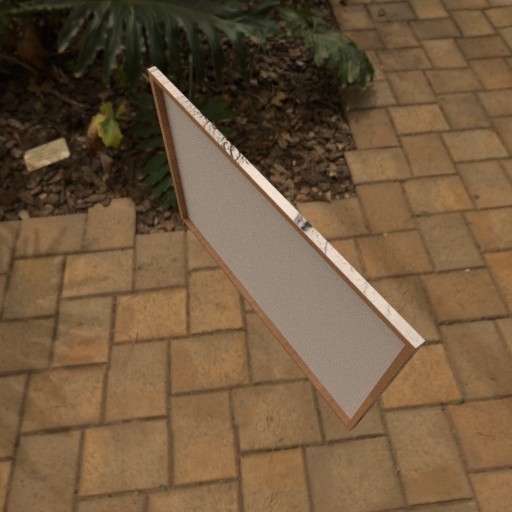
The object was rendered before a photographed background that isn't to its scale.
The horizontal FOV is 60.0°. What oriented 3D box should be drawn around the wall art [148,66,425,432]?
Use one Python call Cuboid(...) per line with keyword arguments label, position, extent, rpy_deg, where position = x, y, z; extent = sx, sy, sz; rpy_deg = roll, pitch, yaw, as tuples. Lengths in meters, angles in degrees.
Cuboid(label="wall art", position=(0.000, 0.000, 1.172), extent=(0.023, 0.607, 0.914), rpy_deg=(-31, 62, -19))
